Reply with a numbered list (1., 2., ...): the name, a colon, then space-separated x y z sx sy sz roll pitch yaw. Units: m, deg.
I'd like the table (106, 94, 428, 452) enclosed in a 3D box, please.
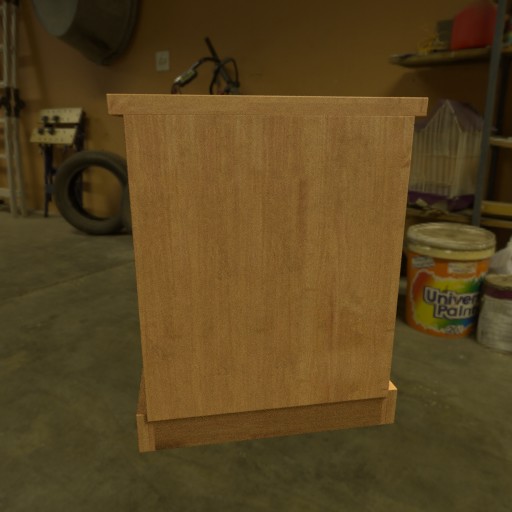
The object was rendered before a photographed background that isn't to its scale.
1. table: 0.000 0.000 1.241 0.660 0.813 0.500 -3 16 -9
